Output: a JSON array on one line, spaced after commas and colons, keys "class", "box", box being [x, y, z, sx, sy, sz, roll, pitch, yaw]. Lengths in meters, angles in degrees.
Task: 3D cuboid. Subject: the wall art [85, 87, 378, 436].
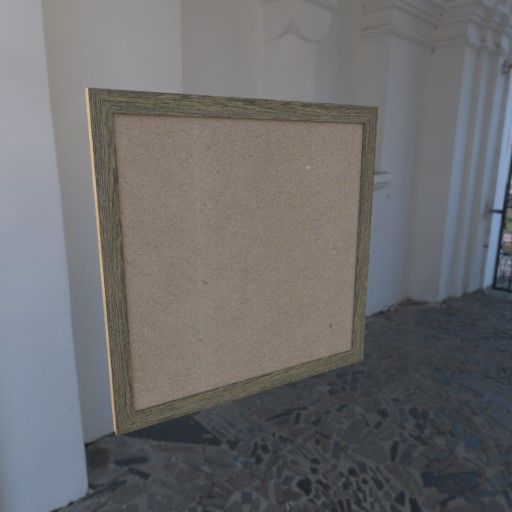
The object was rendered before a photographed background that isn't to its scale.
[{"class": "wall art", "box": [0.000, 0.000, 0.758, 0.508, 0.508, 0.019, -8, 15, -29]}]
